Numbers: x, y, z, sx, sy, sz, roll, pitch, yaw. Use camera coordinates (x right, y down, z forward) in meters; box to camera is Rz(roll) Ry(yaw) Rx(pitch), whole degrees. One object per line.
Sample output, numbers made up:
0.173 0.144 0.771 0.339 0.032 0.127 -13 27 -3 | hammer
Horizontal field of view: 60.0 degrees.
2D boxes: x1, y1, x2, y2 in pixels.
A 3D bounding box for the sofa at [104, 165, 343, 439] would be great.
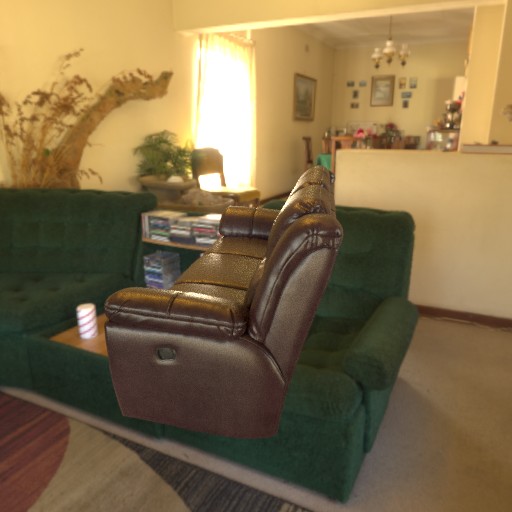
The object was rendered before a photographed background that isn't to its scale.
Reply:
0.000 0.000 2.831 0.991 1.043 2.337 2 16 9 | sofa
